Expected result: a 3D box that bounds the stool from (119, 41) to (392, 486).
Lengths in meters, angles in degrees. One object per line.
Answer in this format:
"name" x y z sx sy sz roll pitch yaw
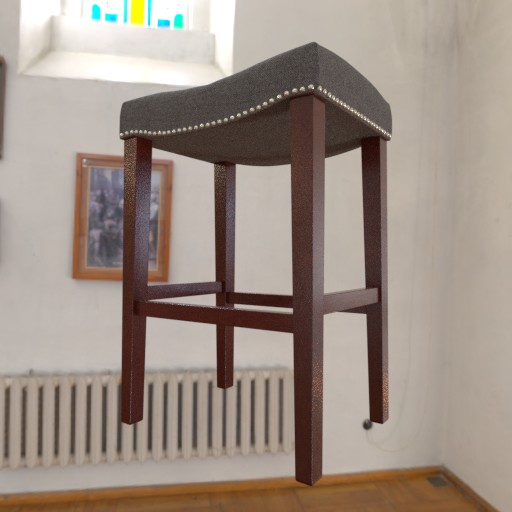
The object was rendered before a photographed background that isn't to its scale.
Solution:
"stool" 0.000 0.000 0.996 0.504 0.742 0.372 0 0 36
